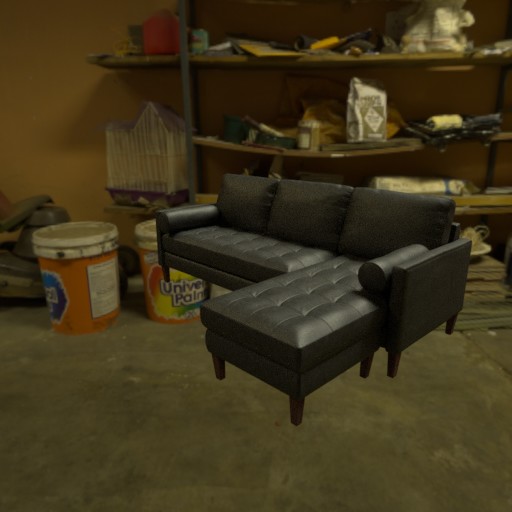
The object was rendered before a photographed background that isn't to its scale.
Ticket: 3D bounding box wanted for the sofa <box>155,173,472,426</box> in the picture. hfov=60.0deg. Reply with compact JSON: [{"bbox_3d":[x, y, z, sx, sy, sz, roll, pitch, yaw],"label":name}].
[{"bbox_3d":[0.000,0.000,2.915,1.497,0.876,2.178,-15,22,-42],"label":"sofa"}]
